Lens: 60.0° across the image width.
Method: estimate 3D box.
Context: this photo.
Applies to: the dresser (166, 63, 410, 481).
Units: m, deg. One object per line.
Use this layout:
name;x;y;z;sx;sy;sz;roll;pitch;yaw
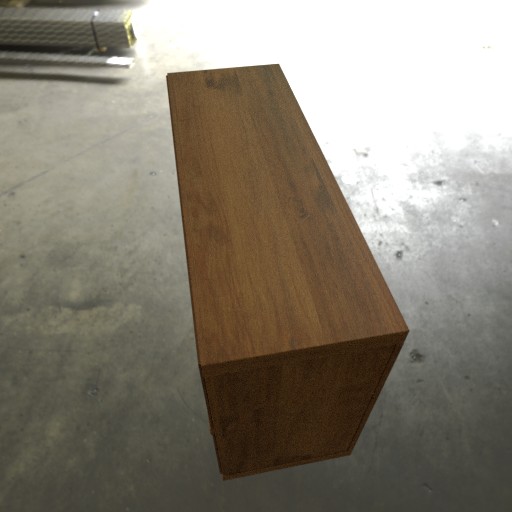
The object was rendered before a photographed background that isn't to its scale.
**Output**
dresser;0.000;0.000;1.628;0.479;0.825;1.261;-8;49;-7
